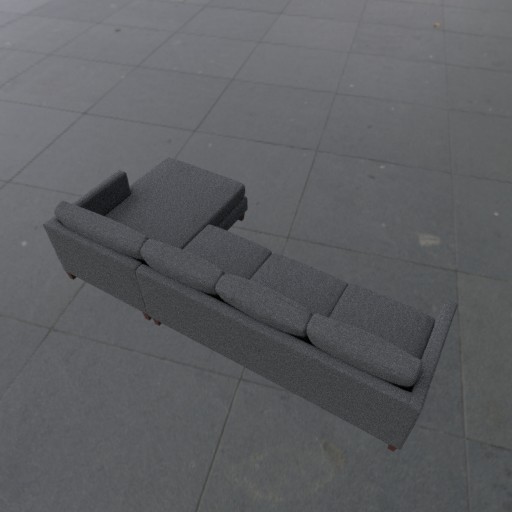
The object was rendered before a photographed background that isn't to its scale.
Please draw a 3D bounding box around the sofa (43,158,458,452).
[{"bbox_3d":[0.000,0.000,3.765,3.186,0.846,1.625,23,50,21],"label":"sofa"}]
